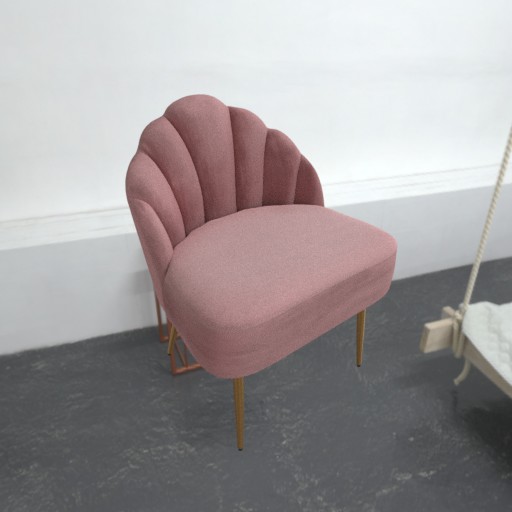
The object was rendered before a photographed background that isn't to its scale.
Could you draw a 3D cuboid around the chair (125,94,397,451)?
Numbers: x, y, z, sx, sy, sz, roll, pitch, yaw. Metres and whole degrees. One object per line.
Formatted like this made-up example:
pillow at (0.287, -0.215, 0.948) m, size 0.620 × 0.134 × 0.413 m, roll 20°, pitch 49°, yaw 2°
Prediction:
chair at (0.000, 0.000, 1.292) m, size 0.657 × 0.819 × 0.599 m, roll -22°, pitch 37°, yaw -33°
